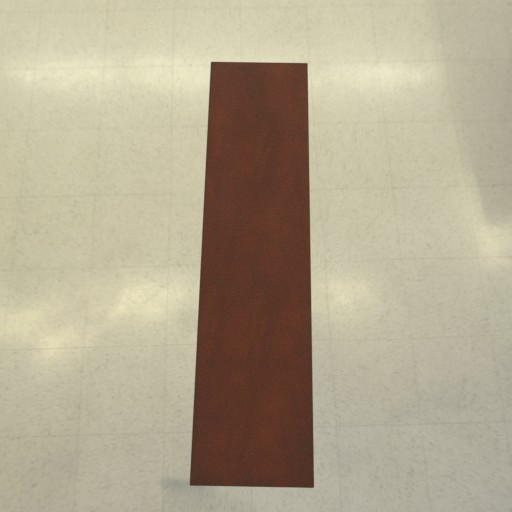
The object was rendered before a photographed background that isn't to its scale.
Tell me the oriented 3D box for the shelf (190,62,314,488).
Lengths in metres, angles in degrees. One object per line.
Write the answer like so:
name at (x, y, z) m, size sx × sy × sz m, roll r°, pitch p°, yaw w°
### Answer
shelf at (0.000, 0.000, 0.662) m, size 0.152 × 0.088 × 0.607 m, roll 1°, pitch 75°, yaw 0°
